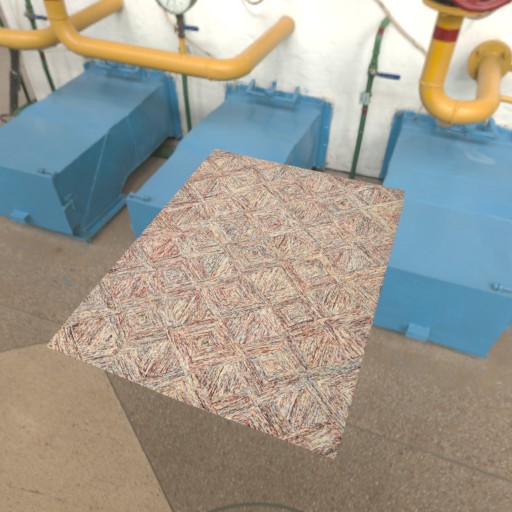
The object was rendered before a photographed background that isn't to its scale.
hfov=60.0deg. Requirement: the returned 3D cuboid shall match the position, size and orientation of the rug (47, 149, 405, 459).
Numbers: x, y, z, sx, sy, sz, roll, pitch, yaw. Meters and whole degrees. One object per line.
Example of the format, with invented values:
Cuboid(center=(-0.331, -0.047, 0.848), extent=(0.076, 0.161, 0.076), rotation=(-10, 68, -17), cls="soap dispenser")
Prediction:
Cuboid(center=(0.000, 0.000, 4.339), extent=(2.436, 0.024, 3.226), rotation=(16, 47, 15), cls="rug")
